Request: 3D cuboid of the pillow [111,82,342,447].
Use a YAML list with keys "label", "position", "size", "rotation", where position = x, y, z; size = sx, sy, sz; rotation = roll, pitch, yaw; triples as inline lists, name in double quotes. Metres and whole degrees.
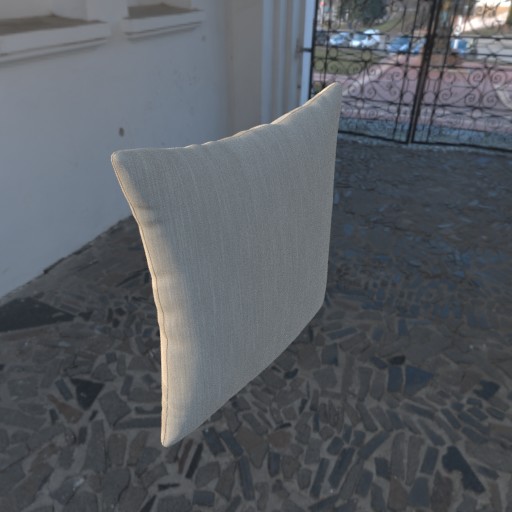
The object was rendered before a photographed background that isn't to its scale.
- label: "pillow"
  position: [0.000, 0.000, 0.782]
  size: [0.161, 0.509, 0.511]
  rotation: [22, 38, 31]
